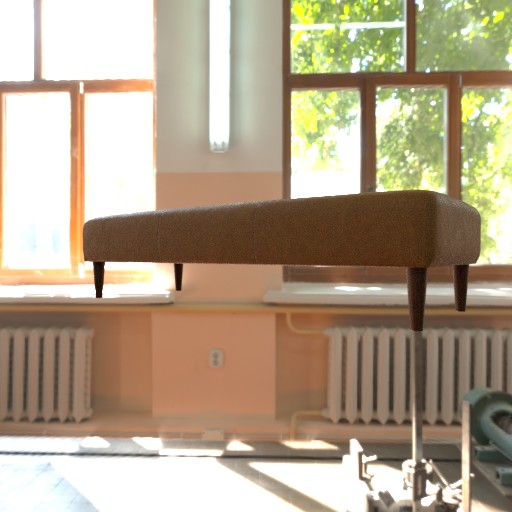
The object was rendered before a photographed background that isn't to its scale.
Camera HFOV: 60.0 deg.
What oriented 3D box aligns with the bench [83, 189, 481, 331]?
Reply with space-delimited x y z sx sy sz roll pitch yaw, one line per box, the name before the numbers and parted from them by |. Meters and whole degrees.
bench | 0.000 0.000 1.856 1.610 0.399 0.653 0 0 37
